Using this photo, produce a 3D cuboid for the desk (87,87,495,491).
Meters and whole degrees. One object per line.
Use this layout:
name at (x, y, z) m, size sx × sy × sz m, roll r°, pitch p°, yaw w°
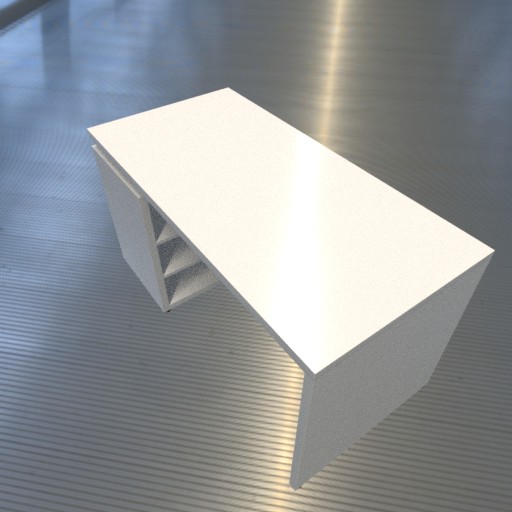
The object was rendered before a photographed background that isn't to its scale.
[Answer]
desk at (0.000, 0.000, 1.798) m, size 0.690 × 0.740 × 1.400 m, roll -27°, pitch 50°, yaw -25°
